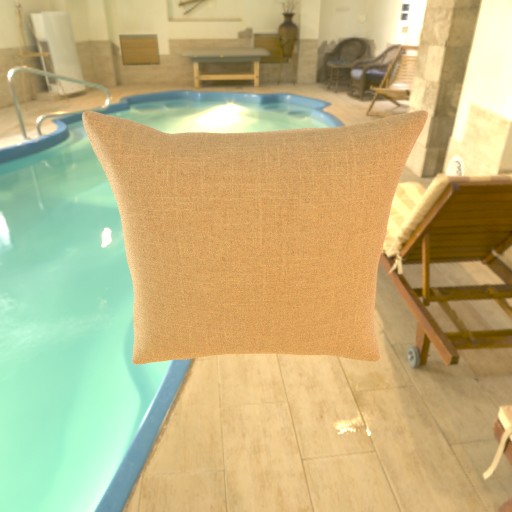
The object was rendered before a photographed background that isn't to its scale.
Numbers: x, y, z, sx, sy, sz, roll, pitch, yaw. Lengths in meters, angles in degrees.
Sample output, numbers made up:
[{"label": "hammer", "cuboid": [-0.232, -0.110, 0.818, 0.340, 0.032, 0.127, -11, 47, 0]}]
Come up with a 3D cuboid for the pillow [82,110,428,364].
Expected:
[{"label": "pillow", "cuboid": [0.000, 0.000, 0.626, 0.414, 0.399, 0.173, -1, 29, -1]}]
